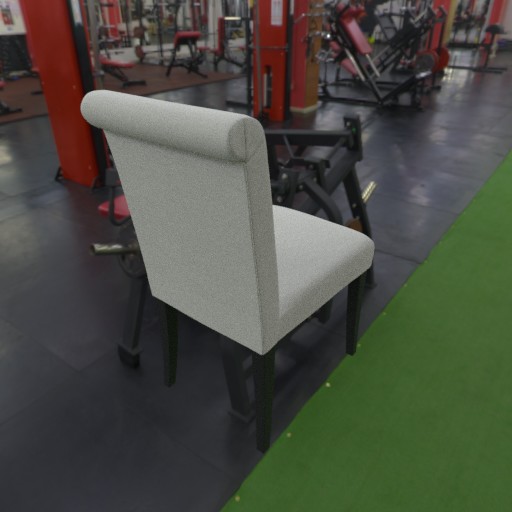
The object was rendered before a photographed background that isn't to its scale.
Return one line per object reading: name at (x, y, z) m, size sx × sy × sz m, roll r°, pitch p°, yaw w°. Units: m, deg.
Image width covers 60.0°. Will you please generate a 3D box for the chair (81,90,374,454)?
chair at (0.000, 0.000, 1.326) m, size 0.452 × 0.976 × 0.708 m, roll 22°, pitch 36°, yaw 33°
